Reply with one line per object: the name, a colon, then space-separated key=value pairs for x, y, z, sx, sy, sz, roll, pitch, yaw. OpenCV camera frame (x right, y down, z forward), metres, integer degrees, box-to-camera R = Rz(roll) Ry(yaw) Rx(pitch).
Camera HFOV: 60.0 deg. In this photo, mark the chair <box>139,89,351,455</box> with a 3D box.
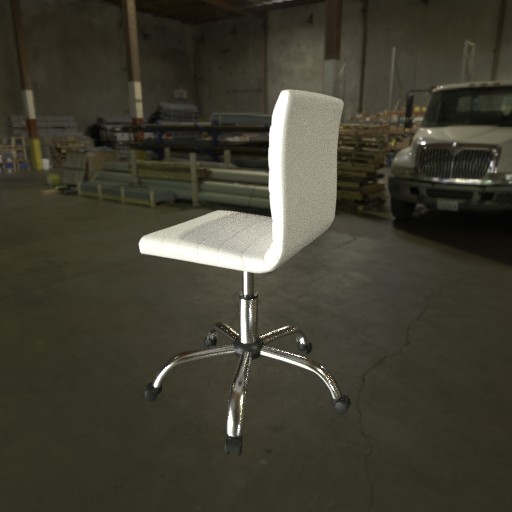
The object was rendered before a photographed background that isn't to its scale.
chair: x=0.000 y=0.000 z=1.142 sx=0.530 sy=0.780 sz=0.556 roll=7 pitch=18 yaw=24
